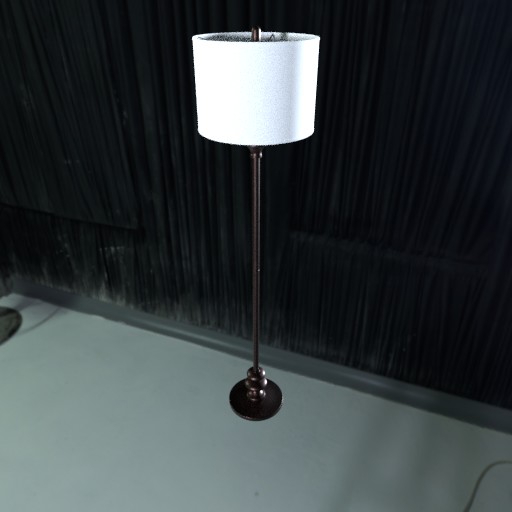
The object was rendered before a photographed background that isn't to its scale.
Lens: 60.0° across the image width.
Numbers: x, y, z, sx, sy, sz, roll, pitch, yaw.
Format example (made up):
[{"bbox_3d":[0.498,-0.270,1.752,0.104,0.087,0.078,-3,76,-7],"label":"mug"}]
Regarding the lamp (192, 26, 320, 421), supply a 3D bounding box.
[{"bbox_3d":[0.000,0.000,1.612,0.356,1.487,0.356,9,32,15],"label":"lamp"}]
